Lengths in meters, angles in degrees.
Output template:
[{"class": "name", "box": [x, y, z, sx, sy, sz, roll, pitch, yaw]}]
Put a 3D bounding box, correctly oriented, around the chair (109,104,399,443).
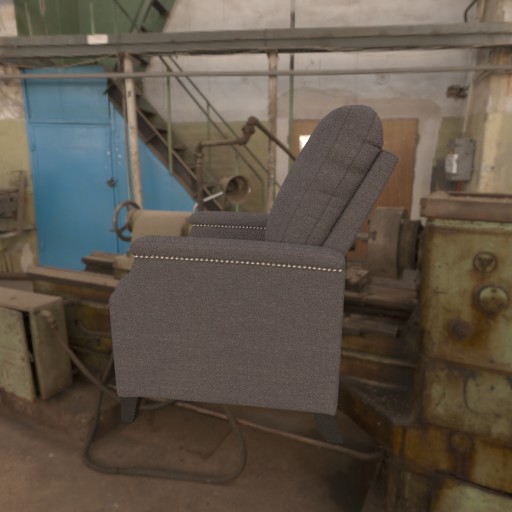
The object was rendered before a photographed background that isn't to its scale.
[{"class": "chair", "box": [0.000, 0.000, 1.676, 0.922, 1.049, 0.710, 2, 13, 9]}]
